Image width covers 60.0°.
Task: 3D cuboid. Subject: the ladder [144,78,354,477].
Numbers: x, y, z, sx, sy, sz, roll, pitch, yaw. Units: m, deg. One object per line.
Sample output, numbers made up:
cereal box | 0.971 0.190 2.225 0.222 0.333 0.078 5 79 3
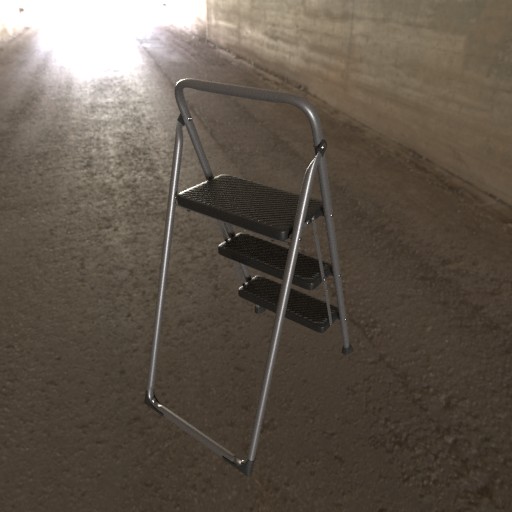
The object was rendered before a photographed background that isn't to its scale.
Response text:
ladder | 0.000 0.000 1.266 0.430 0.945 0.629 21 37 31
